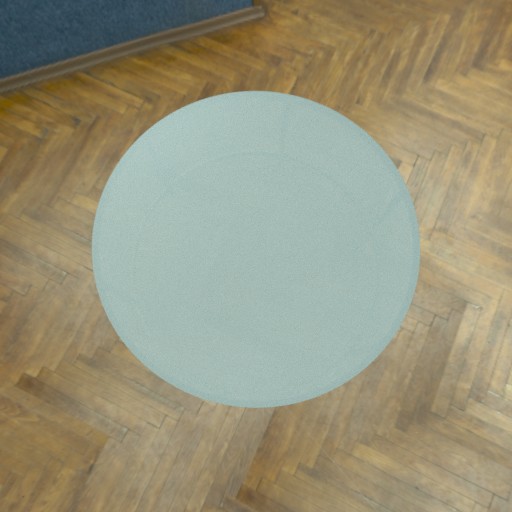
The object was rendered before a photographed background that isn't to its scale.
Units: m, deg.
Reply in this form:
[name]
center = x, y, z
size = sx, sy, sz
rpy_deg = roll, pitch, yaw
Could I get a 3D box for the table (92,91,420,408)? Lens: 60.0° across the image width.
[table]
center = 0.000, 0.000, 1.457
size = 0.914, 0.470, 0.914
rpy_deg = 0, 75, 0
